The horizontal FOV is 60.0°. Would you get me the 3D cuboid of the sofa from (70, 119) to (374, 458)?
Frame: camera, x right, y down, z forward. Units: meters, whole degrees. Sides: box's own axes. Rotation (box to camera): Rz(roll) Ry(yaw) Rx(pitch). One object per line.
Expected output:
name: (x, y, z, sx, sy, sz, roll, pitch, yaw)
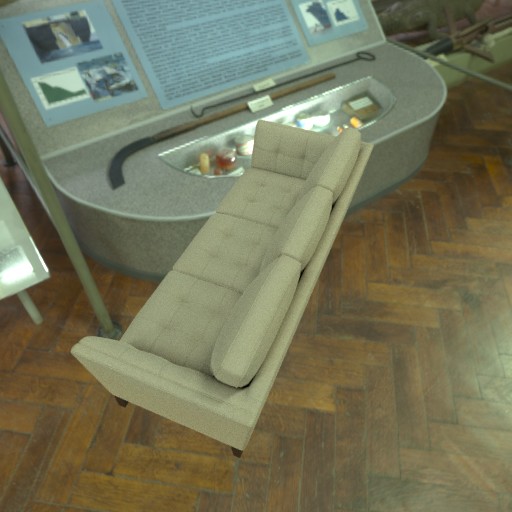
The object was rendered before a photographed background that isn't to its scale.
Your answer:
sofa: (0.000, 0.000, 2.976, 0.965, 0.940, 2.388, 17, 48, 16)
